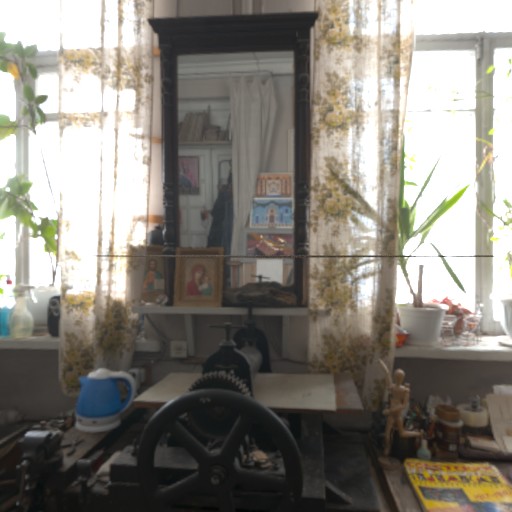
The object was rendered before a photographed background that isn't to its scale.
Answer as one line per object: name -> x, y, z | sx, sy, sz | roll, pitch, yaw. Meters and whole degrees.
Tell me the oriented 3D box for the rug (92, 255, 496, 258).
rug -> 0.000, 0.000, 2.190 | 1.142, 0.006, 1.752 | 0, 0, -34
